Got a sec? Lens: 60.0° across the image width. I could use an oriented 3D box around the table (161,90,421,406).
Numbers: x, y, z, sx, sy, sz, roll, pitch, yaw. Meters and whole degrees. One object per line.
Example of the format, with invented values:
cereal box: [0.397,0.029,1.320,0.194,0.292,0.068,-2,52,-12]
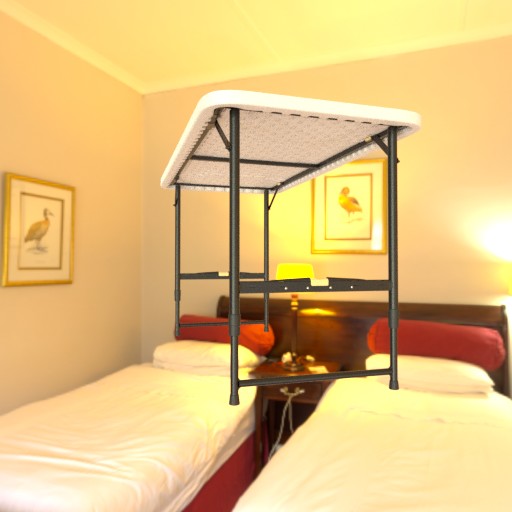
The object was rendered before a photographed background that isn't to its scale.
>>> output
table: [0.000,0.000,1.654,0.610,0.737,1.219,0,-1,-17]
